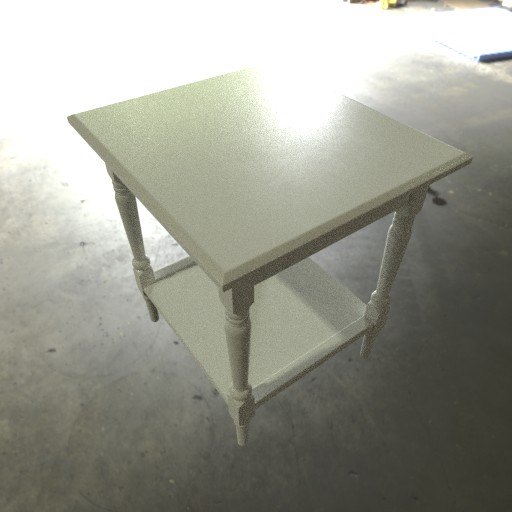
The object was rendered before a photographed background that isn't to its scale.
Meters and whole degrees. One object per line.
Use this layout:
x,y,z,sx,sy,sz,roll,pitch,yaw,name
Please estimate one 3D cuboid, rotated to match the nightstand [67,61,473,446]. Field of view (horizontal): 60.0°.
0.000,0.000,0.916,0.459,0.555,0.505,-26,49,-26,nightstand
